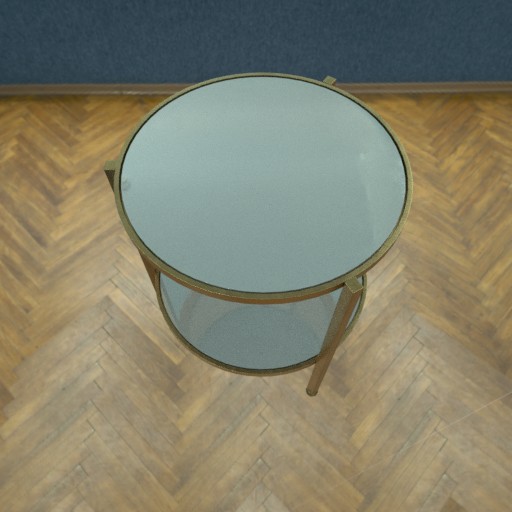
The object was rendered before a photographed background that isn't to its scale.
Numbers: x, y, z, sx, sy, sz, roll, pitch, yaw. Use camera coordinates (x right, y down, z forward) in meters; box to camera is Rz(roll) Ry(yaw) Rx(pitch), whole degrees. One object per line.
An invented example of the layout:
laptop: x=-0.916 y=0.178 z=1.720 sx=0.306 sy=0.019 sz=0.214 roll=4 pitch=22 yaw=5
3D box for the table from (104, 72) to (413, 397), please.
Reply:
table: x=0.000 y=0.000 z=0.462 sx=0.243 sy=0.269 sz=0.231 roll=0 pitch=58 yaw=0
